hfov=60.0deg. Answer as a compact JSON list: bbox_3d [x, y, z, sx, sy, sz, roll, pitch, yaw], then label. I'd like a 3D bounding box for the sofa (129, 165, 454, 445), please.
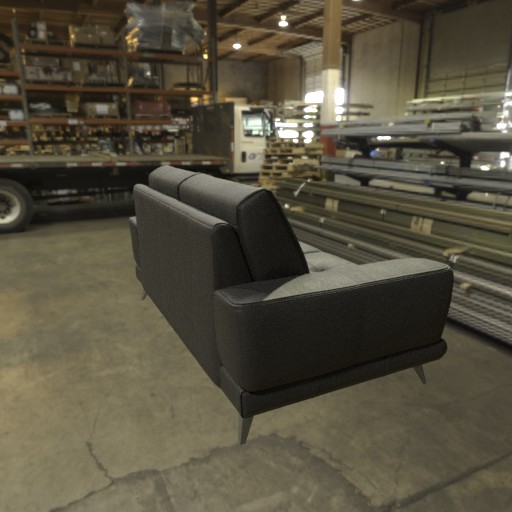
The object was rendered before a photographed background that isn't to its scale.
[{"bbox_3d":[0.000,0.000,2.398,1.018,0.907,1.806,-8,17,-25],"label":"sofa"}]
